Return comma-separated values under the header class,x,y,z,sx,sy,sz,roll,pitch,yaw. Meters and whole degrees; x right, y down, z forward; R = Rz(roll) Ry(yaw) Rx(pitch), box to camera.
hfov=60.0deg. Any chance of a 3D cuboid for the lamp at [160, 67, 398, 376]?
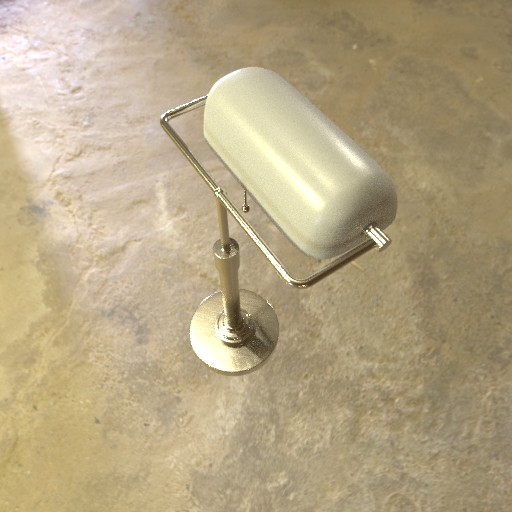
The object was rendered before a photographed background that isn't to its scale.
class,x,y,z,sx,sy,sz,roll,pitch,yaw
lamp,0.000,0.000,0.569,0.227,0.404,0.269,-29,62,-17
